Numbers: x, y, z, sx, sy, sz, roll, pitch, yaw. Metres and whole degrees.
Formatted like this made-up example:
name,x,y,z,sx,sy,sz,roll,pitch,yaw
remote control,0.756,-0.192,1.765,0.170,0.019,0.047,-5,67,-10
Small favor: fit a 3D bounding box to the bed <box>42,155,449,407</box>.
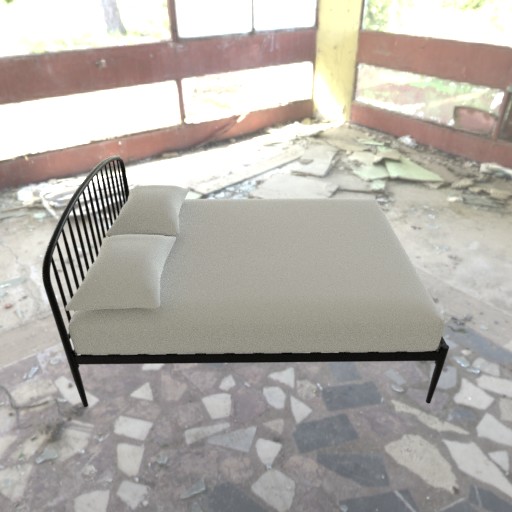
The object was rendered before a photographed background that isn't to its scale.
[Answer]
name,x,y,z,sx,sy,sz,roll,pitch,yaw
bed,0.000,0.000,3.092,2.159,1.166,1.618,0,32,-1
